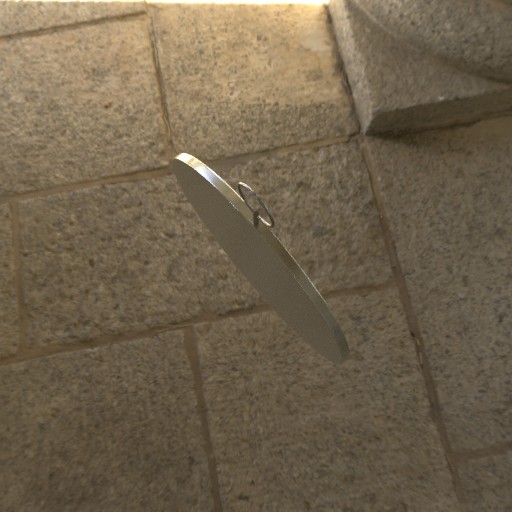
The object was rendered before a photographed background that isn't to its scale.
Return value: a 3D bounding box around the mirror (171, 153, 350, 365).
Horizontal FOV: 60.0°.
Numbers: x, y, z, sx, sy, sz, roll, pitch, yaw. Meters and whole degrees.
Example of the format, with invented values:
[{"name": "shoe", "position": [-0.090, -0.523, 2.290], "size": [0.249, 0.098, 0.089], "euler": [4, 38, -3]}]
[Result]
[{"name": "mirror", "position": [0.000, 0.000, 0.977], "size": [0.020, 0.713, 0.594], "euler": [-39, 79, -9]}]
